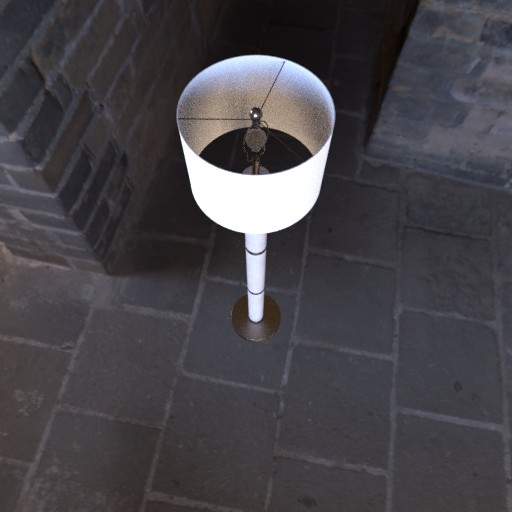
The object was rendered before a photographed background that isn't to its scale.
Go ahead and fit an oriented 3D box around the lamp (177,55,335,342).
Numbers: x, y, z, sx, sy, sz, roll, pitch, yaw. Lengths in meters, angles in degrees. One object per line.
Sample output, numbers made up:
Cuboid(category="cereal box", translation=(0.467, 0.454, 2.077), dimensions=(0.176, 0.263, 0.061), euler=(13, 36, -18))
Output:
Cuboid(category="lamp", translation=(0.000, 0.000, 1.763), dimensions=(0.377, 1.599, 0.377), euler=(-34, 69, -15))
